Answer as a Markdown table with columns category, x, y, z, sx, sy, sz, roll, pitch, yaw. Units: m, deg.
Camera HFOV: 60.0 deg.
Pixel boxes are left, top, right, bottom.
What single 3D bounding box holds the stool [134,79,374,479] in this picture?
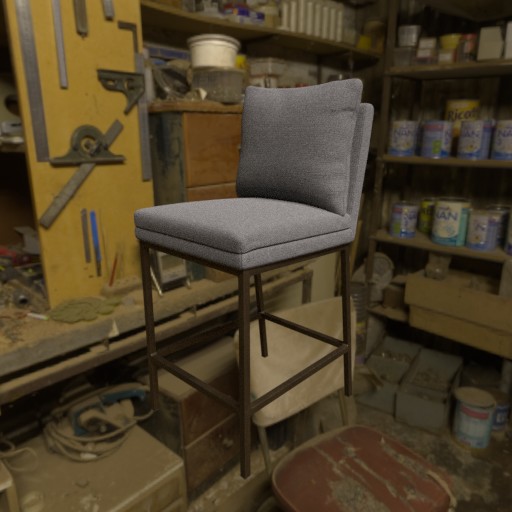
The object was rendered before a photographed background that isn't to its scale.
| category | x | y | z | sx | sy | sz | roll | pitch | yaw |
| --- | --- | --- | --- | --- | --- | --- | --- | --- | --- |
| stool | 0.000 | 0.000 | 1.364 | 0.463 | 1.031 | 0.569 | 15 | 21 | 42 |
